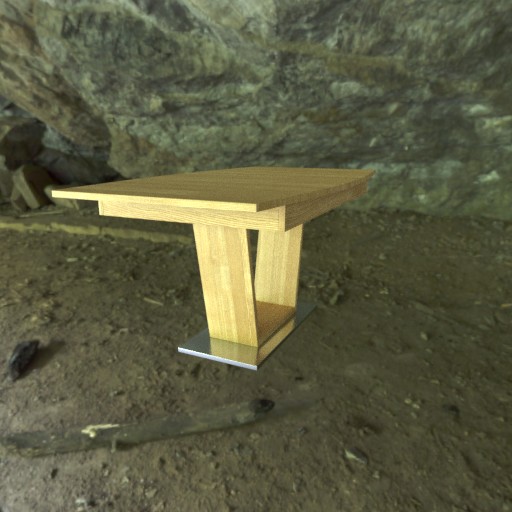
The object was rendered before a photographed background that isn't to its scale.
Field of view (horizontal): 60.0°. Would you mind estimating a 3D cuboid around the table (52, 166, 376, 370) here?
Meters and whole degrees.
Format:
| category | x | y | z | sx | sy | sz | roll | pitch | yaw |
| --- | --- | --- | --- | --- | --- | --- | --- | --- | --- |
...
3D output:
| category | x | y | z | sx | sy | sz | roll | pitch | yaw |
| --- | --- | --- | --- | --- | --- | --- | --- | --- | --- |
| table | 0.000 | 0.000 | 2.134 | 0.900 | 0.748 | 1.598 | 7 | 16 | 25 |
